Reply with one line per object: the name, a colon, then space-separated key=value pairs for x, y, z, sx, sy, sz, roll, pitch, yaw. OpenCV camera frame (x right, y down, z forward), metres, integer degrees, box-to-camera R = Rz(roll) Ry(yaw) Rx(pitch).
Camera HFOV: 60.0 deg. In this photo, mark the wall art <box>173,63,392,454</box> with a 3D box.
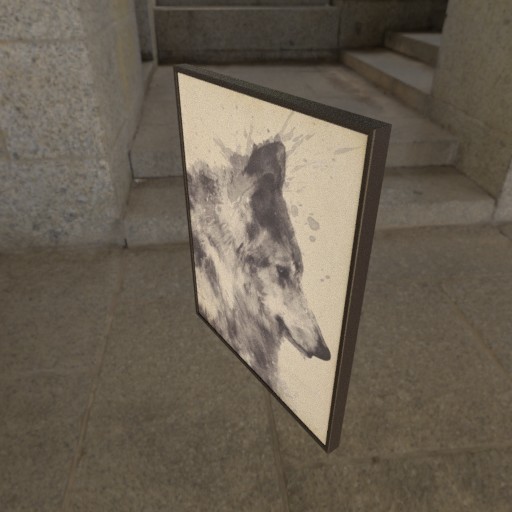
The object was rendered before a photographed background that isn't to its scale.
wall art: x=0.000 y=0.000 z=0.759 sx=0.028 sy=0.551 sz=0.451 roll=-21 pitch=38 yaw=-30
